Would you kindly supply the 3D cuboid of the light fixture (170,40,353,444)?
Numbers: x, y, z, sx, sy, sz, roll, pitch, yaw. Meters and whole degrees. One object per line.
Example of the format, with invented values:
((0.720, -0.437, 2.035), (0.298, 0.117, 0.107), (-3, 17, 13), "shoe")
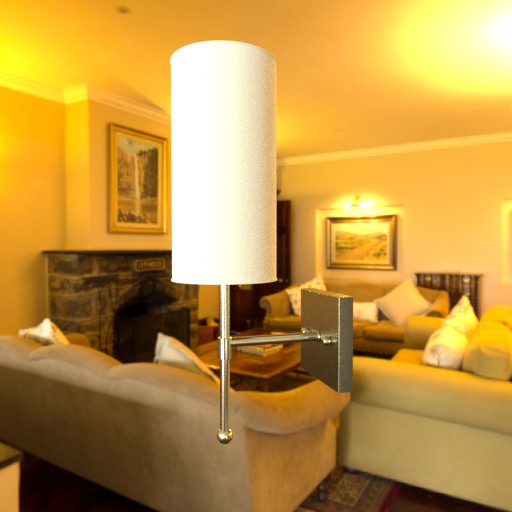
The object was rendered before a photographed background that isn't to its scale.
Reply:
((0.000, 0.000, 0.552), (0.208, 0.462, 0.128), (0, 2, -17), "light fixture")
